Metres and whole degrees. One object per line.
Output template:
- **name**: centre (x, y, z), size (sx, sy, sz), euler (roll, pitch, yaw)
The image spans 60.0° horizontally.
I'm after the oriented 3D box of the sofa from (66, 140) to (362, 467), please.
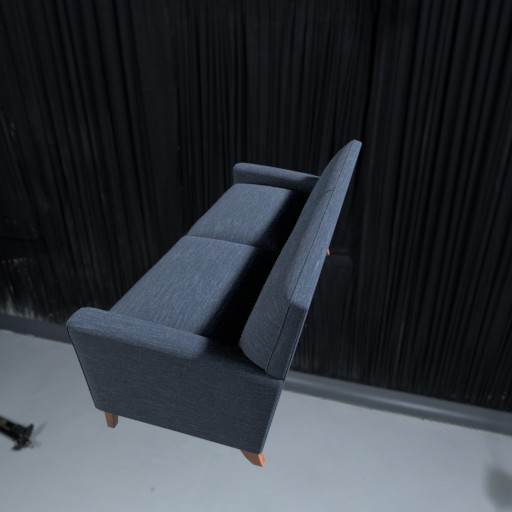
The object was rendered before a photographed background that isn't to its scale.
- **sofa**: centre (0.000, 0.000, 2.395), size (0.875, 0.846, 1.976), euler (8, 30, 14)
